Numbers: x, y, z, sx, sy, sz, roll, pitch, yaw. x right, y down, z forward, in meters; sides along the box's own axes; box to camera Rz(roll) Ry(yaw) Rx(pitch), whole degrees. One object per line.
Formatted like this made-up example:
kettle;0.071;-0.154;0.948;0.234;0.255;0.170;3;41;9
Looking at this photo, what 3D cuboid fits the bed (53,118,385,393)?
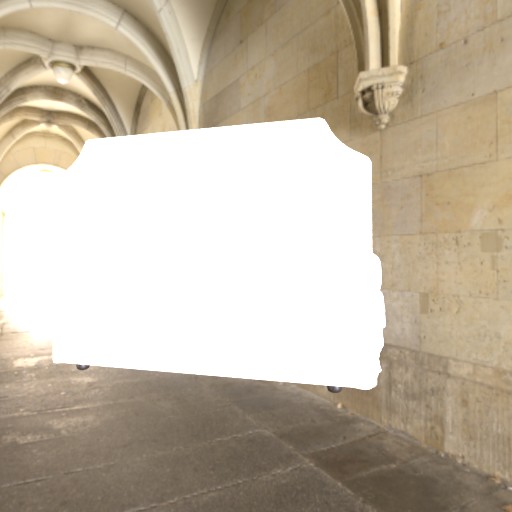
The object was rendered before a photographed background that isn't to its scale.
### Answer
bed;0.000;0.000;3.853;2.134;1.524;2.548;0;0;17
